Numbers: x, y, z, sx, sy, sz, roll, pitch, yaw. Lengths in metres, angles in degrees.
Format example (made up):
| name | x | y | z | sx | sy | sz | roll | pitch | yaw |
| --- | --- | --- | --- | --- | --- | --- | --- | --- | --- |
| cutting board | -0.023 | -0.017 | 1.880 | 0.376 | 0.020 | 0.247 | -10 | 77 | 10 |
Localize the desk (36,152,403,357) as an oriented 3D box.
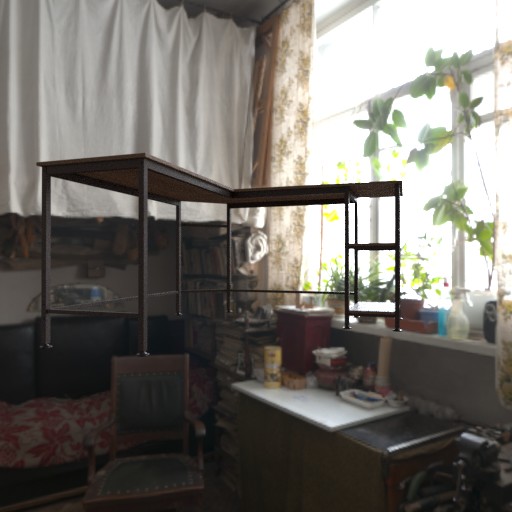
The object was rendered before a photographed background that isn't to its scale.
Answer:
| name | x | y | z | sx | sy | sz | roll | pitch | yaw |
| --- | --- | --- | --- | --- | --- | --- | --- | --- | --- |
| desk | 0.000 | 0.000 | 2.192 | 1.379 | 0.739 | 1.379 | 0 | 0 | 19 |
